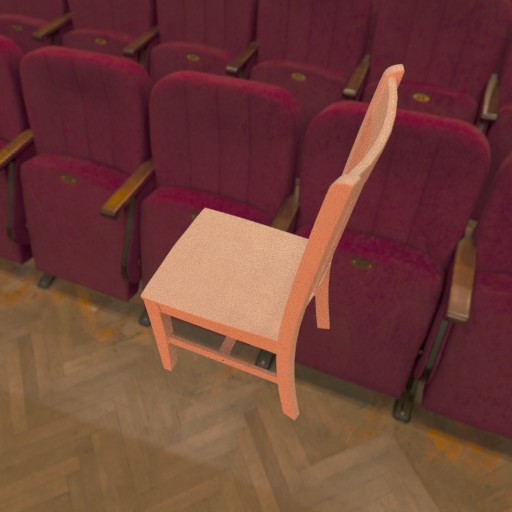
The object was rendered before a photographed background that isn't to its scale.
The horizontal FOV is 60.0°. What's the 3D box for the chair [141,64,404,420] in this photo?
[{"bbox_3d":[0.000,0.000,1.259,0.555,0.998,0.450,17,50,15],"label":"chair"}]
